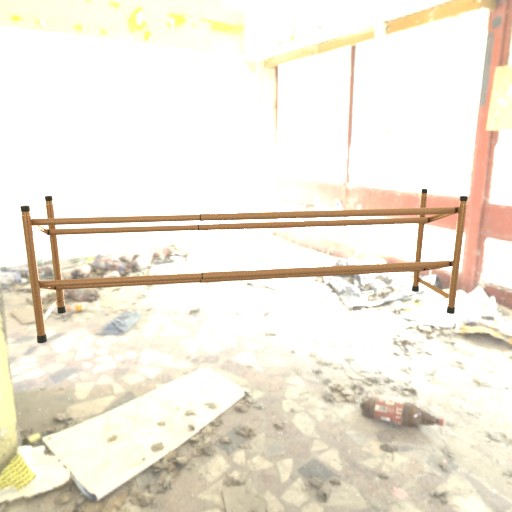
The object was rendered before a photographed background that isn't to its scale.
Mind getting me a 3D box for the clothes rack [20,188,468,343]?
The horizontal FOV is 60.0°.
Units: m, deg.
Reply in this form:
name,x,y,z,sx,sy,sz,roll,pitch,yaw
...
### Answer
name,x,y,z,sx,sy,sz,roll,pitch,yaw
clothes rack,0.000,0.000,1.284,1.168,0.349,0.229,-2,14,-10
